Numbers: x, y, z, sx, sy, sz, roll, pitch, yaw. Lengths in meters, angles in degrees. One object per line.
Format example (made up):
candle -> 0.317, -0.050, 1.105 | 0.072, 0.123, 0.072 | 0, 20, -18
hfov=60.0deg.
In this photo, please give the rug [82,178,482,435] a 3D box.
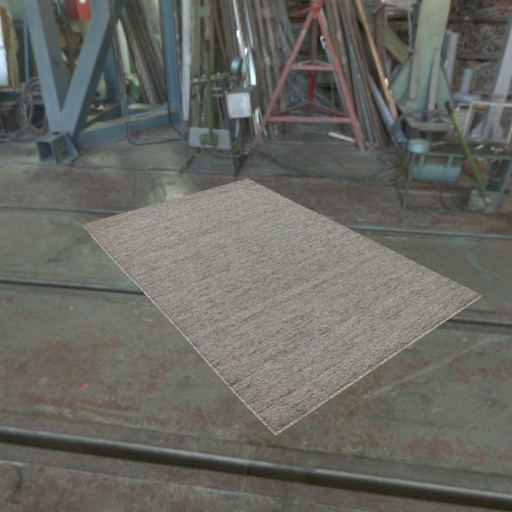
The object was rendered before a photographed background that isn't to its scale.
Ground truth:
rug -> 0.000, 0.000, 2.933 | 1.547, 0.013, 2.283 | -21, 37, -31
